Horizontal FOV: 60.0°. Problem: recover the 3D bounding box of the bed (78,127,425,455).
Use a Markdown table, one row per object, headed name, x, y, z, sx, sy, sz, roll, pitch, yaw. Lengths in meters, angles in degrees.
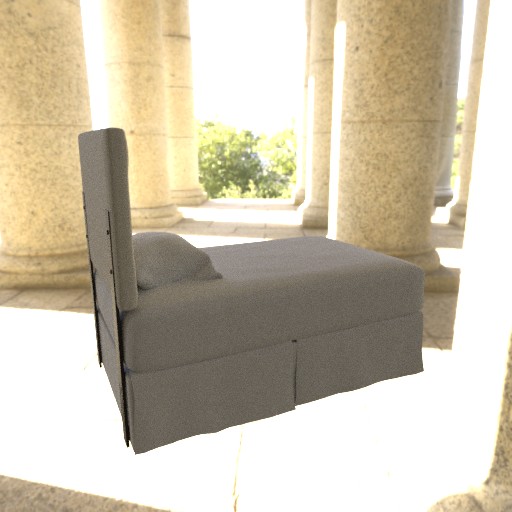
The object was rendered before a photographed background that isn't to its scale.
| name | x | y | z | sx | sy | sz | roll | pitch | yaw |
| --- | --- | --- | --- | --- | --- | --- | --- | --- | --- |
| bed | 0.000 | 0.000 | 2.940 | 1.997 | 1.571 | 1.261 | -7 | 15 | -26 |
